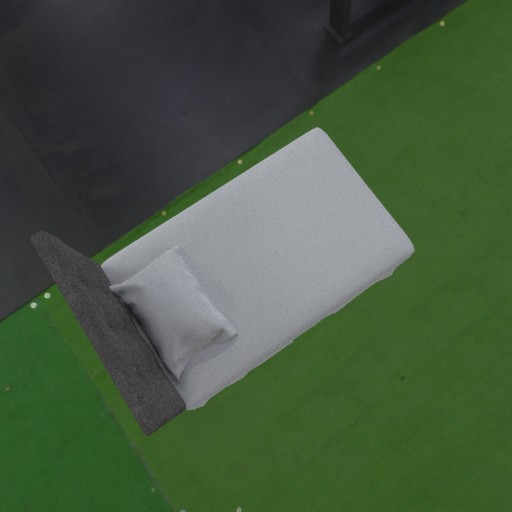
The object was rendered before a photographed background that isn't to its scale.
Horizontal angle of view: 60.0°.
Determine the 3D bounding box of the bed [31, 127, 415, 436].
[{"bbox_3d":[0.000,0.000,2.979,1.997,1.571,1.261,-34,79,-7],"label":"bed"}]
